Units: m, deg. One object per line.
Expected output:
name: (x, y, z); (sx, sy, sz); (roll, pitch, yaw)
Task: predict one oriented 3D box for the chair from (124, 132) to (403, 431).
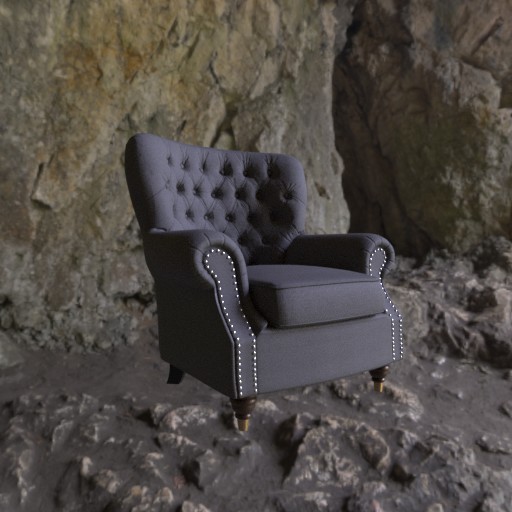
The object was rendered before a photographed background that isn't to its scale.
chair: (0.000, 0.000, 1.850); (0.983, 1.046, 0.983); (-1, 2, -35)
